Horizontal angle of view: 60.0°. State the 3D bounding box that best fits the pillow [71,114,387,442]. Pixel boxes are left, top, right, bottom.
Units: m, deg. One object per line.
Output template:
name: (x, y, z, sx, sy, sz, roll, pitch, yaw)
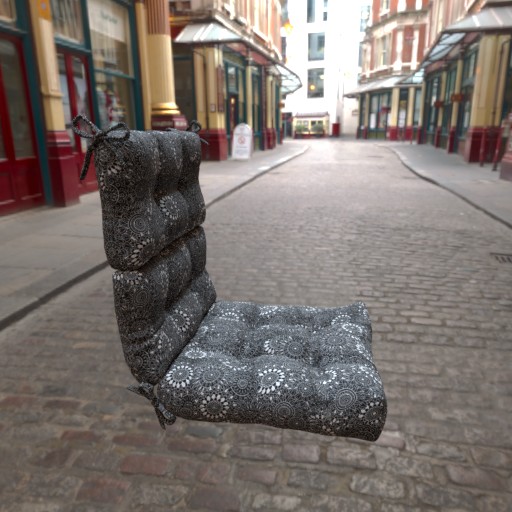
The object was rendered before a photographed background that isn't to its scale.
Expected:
pillow: (0.000, 0.000, 1.009, 0.571, 0.605, 0.519, 3, 16, 9)
